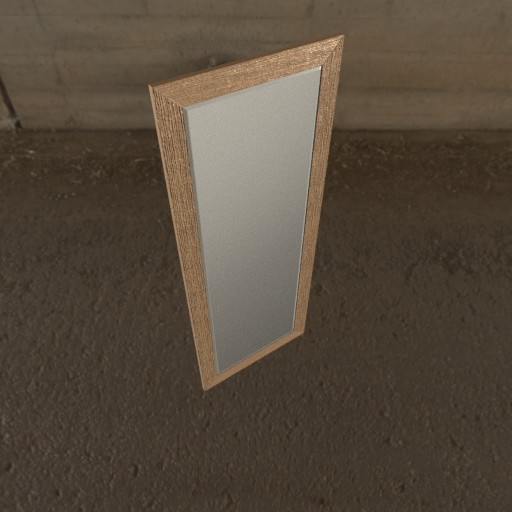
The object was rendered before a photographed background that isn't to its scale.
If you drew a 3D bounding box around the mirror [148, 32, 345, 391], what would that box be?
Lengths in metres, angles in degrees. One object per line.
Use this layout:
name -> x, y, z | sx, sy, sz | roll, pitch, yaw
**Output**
mirror -> 0.000, 0.000, 2.301 | 0.812, 2.031, 0.026 | -26, 51, -23
